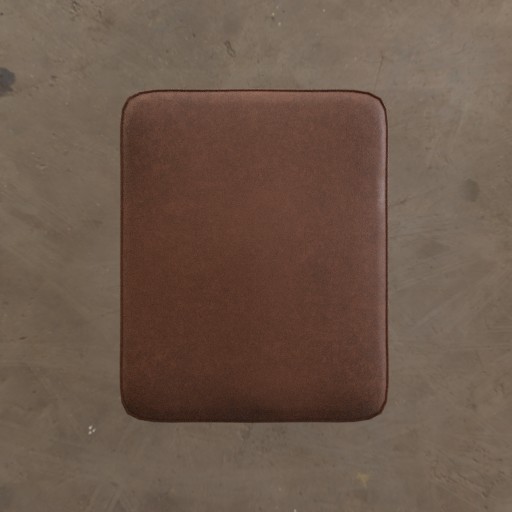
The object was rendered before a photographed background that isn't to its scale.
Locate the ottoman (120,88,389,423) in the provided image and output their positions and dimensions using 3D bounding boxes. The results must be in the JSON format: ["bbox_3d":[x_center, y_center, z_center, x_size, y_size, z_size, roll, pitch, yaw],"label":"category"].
[{"bbox_3d":[0.000,0.000,1.143,0.589,0.537,0.738,0,90,0],"label":"ottoman"}]
